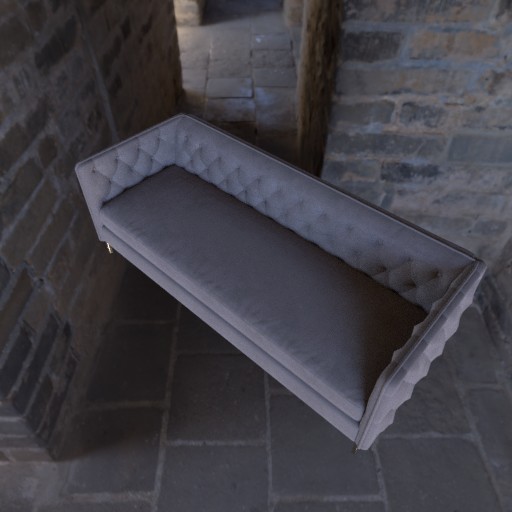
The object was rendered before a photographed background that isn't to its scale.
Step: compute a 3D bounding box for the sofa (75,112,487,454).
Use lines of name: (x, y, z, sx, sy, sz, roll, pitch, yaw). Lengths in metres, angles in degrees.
sofa: (0.000, 0.000, 2.620, 2.209, 0.771, 0.895, 33, 54, 28)
